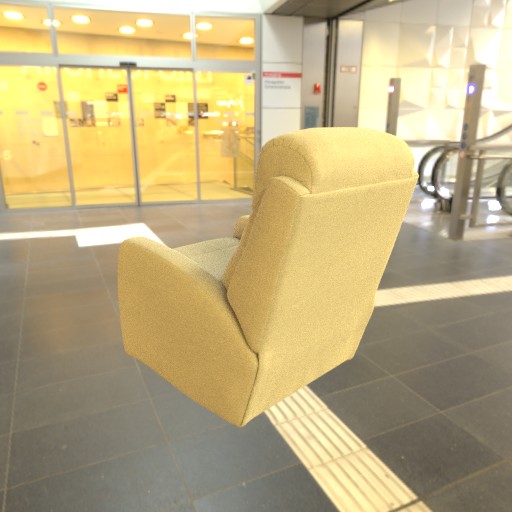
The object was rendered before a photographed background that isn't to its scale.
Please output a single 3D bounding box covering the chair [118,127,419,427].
[{"bbox_3d":[0.000,0.000,1.806,0.798,1.013,1.043,-16,23,-42],"label":"chair"}]
